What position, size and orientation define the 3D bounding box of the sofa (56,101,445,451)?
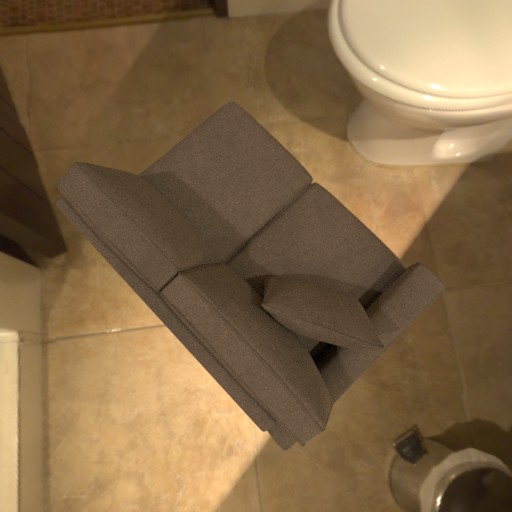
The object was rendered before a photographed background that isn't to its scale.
[{"bbox_3d":[0.000,0.000,2.083,0.991,0.989,1.388,-43,81,-9],"label":"sofa"}]
